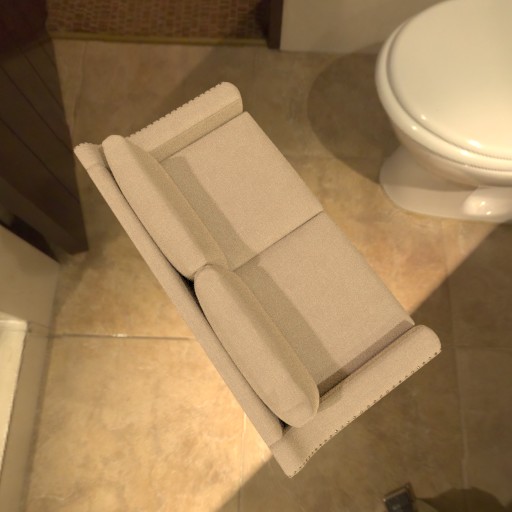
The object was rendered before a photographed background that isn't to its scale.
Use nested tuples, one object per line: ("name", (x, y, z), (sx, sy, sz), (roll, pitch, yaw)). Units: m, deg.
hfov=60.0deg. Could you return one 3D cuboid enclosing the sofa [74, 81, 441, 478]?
("sofa", (0.000, 0.000, 2.701), (1.104, 0.983, 2.107), (-34, 77, -9))
